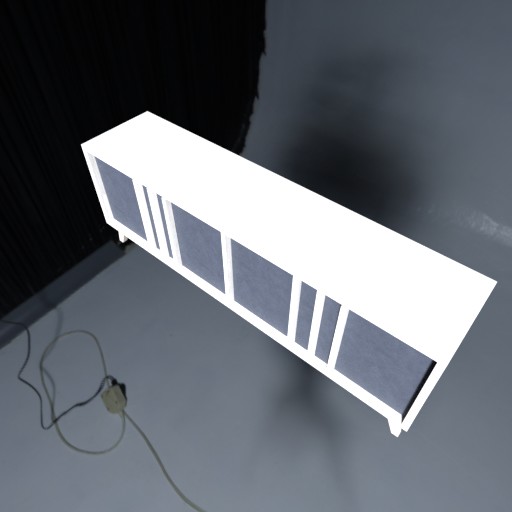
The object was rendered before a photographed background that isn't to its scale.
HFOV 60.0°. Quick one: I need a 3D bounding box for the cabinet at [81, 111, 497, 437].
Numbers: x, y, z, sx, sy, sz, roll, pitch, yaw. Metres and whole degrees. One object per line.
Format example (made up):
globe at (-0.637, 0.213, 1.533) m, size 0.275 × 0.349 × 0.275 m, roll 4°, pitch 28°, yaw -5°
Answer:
cabinet at (0.000, 0.000, 2.474) m, size 2.198 × 0.779 × 0.499 m, roll 31°, pitch 54°, yaw 26°
